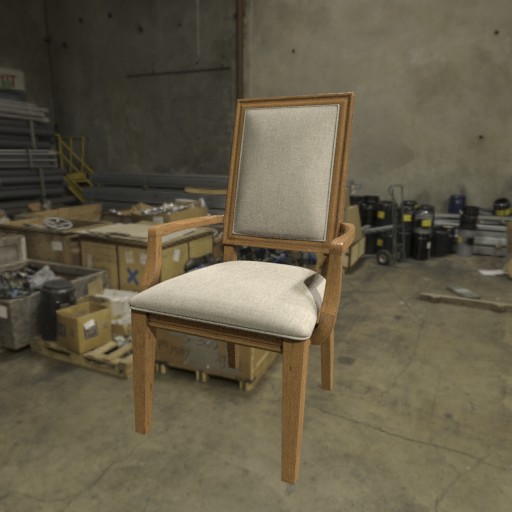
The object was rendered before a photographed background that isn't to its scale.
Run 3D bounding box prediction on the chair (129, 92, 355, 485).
[{"bbox_3d":[0.000,0.000,1.356,0.606,0.990,0.602,6,14,25],"label":"chair"}]
